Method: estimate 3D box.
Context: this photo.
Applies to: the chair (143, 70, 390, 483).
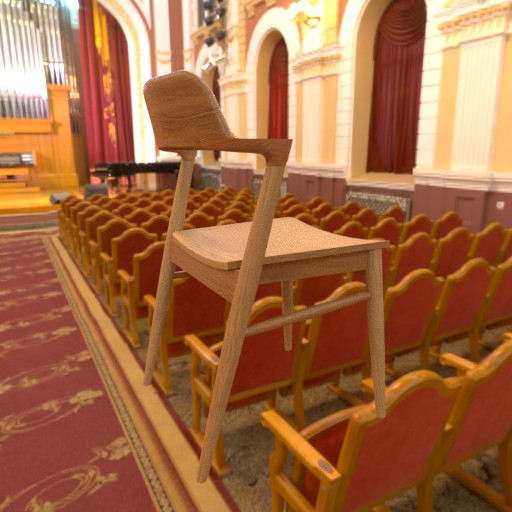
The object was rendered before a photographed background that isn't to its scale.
[{"bbox_3d":[0.000,0.000,1.098,0.499,0.792,0.512,-7,15,-27],"label":"chair"}]
